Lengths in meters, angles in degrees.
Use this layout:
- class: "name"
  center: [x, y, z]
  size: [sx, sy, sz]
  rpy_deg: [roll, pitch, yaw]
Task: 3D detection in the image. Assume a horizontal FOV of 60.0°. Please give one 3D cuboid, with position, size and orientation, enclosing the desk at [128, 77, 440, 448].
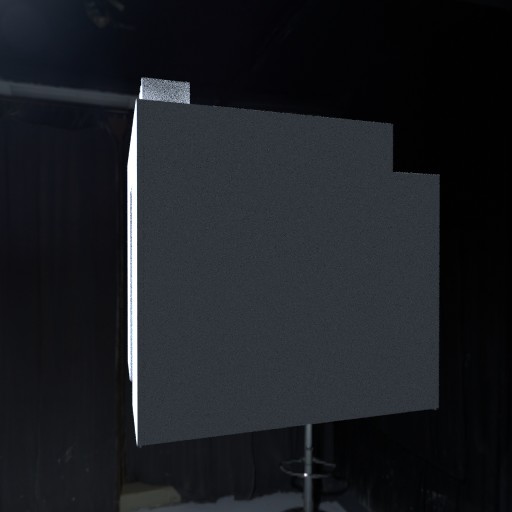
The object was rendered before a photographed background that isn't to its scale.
- class: "desk"
  center: [0.000, 0.000, 1.732]
  size: [0.940, 0.986, 0.940]
  rpy_deg: [0, 1, -17]
